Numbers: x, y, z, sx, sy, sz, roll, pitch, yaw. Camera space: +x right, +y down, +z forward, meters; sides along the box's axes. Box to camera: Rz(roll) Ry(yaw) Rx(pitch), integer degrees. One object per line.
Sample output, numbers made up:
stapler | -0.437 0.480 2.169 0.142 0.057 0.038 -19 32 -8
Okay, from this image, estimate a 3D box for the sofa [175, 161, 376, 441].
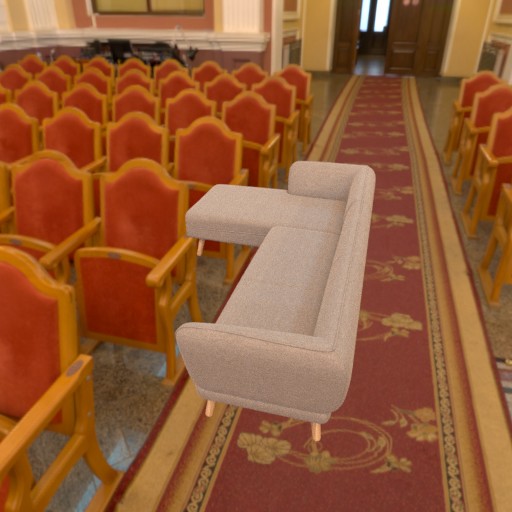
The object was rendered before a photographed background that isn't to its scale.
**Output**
sofa | 0.000 0.000 3.205 1.532 0.693 2.653 8 30 14
